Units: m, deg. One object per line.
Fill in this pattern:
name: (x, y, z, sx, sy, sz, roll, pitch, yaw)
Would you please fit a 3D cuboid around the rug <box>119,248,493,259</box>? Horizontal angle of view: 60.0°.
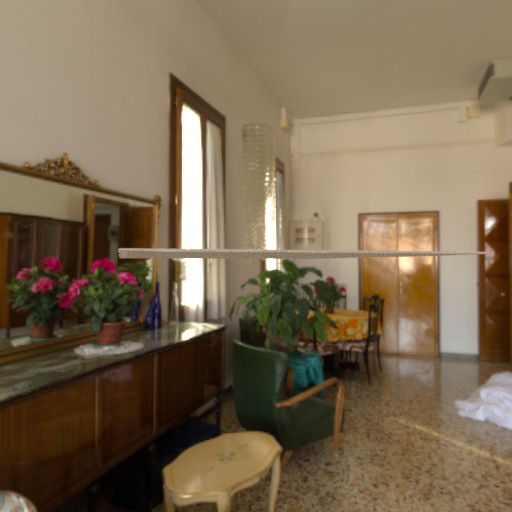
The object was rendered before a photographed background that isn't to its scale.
rug: (0.000, 0.000, 3.876, 2.288, 0.018, 2.895, 0, -1, -17)
